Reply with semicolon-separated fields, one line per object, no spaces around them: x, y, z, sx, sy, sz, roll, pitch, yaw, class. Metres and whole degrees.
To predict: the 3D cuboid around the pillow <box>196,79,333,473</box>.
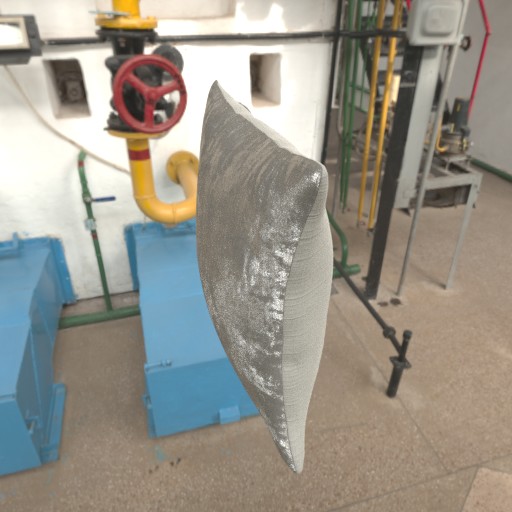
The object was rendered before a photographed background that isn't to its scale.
0.000;0.000;0.712;0.175;0.464;0.470;-8;32;-13;pillow
